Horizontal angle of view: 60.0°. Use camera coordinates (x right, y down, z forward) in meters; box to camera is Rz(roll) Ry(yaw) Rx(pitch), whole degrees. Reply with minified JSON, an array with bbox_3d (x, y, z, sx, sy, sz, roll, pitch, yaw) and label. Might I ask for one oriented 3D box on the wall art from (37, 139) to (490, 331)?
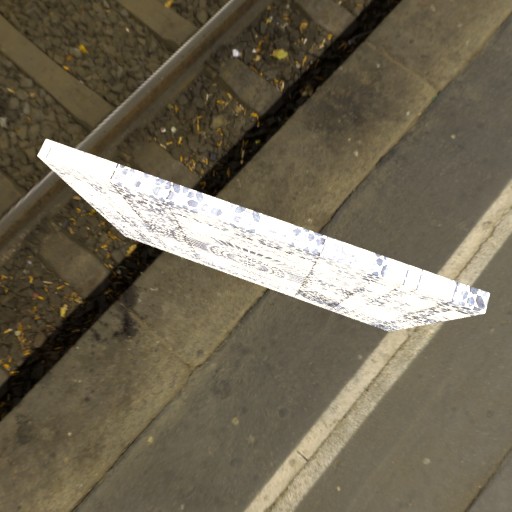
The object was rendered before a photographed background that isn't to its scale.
[{"bbox_3d":[0.000,0.000,0.765,0.608,0.406,0.030,20,78,4],"label":"wall art"}]
